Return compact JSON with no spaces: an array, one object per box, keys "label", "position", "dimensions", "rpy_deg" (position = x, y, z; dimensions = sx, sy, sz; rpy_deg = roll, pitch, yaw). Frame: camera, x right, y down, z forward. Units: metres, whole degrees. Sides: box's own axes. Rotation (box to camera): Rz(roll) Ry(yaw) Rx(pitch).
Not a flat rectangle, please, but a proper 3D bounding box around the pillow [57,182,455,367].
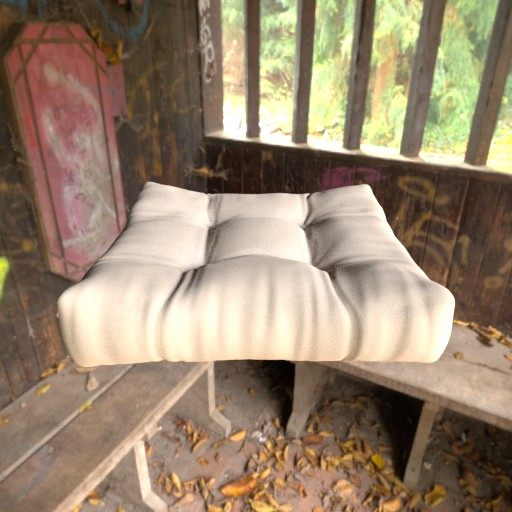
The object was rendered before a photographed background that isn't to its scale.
[{"label":"pillow","position":[0.000,0.000,0.743],"dimensions":[0.490,0.128,0.468],"rpy_deg":[0,27,0]}]
